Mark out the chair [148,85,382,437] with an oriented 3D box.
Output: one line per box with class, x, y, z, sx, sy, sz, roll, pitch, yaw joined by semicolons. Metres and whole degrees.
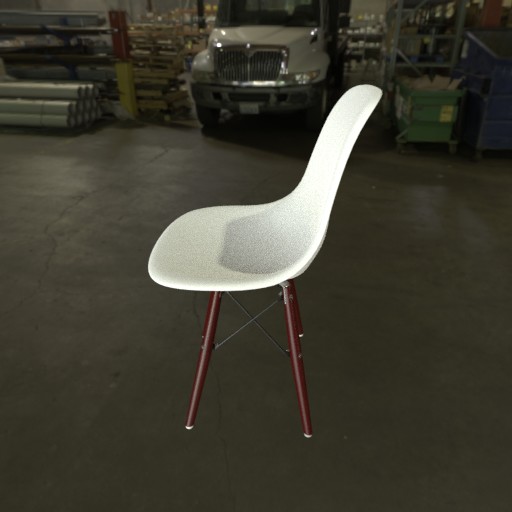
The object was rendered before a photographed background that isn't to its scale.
chair;0.000;0.000;1.154;0.533;0.826;0.470;0;28;0
